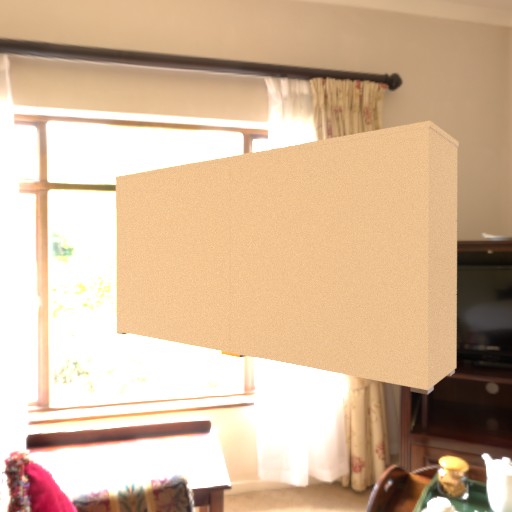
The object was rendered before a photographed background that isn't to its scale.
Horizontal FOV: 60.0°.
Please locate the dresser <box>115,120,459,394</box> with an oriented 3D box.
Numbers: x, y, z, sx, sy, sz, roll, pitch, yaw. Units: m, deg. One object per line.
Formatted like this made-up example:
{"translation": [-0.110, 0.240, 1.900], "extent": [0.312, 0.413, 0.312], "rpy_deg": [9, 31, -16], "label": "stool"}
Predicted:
{"translation": [0.000, 0.000, 1.883], "extent": [1.535, 0.790, 0.333], "rpy_deg": [0, 1, 38], "label": "dresser"}
